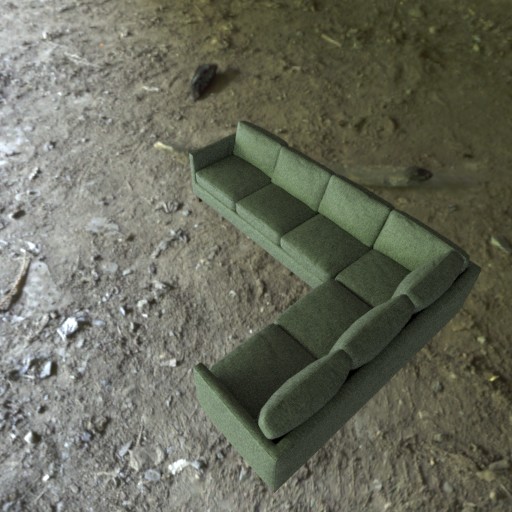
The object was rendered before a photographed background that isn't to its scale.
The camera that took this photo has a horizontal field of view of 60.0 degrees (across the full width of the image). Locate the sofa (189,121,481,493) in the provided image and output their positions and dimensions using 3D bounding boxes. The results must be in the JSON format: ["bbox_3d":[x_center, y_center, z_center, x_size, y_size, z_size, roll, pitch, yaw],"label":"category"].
[{"bbox_3d":[0.000,0.000,4.406,2.593,0.947,3.302,-32,54,-27],"label":"sofa"}]
